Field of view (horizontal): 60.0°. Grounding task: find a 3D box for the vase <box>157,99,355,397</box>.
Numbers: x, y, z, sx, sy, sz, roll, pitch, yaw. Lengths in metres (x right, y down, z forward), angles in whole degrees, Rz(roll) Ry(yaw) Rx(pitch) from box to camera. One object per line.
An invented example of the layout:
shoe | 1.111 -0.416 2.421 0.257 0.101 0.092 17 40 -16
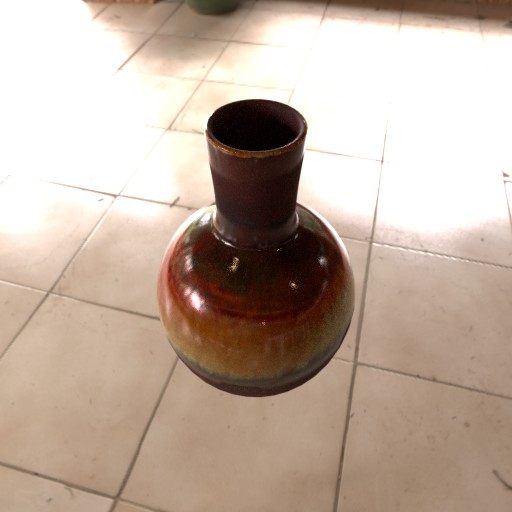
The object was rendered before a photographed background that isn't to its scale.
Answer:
vase | 0.000 0.000 0.231 0.111 0.154 0.111 0 48 0
